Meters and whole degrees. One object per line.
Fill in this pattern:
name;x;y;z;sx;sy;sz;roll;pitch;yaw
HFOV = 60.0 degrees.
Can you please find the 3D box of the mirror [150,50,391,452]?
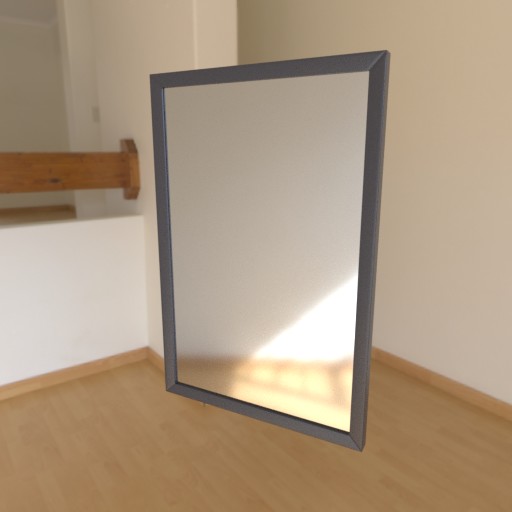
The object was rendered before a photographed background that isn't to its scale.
mirror;0.000;0.000;1.139;0.609;0.915;0.040;7;15;27
